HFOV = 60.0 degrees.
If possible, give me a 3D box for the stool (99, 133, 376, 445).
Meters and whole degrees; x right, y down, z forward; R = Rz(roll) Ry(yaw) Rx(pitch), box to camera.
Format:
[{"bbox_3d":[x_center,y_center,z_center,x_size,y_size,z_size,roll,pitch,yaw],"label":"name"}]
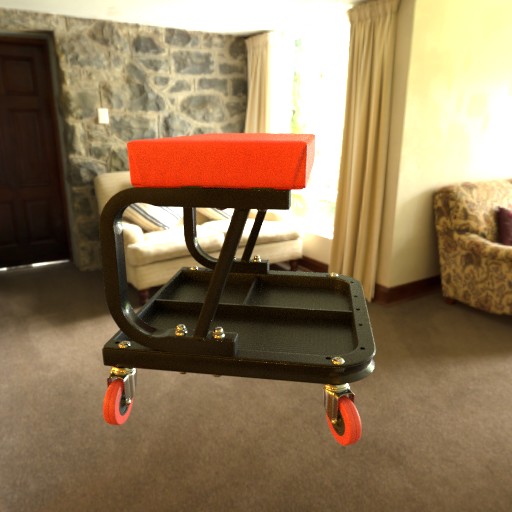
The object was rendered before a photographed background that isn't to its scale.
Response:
[{"bbox_3d":[0.000,0.000,0.724,0.371,0.380,0.446,3,17,8],"label":"stool"}]
